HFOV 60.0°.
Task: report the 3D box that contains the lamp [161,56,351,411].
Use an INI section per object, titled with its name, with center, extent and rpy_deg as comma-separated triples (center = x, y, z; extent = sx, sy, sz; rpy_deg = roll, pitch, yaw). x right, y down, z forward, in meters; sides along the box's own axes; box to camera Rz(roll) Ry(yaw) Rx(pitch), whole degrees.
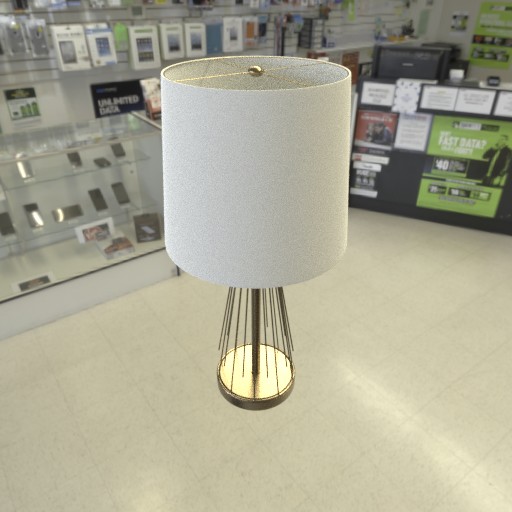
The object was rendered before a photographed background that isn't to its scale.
[lamp]
center = 0.000, 0.000, 0.773
extent = 0.303, 0.618, 0.303
rpy_deg = 0, 32, 0
